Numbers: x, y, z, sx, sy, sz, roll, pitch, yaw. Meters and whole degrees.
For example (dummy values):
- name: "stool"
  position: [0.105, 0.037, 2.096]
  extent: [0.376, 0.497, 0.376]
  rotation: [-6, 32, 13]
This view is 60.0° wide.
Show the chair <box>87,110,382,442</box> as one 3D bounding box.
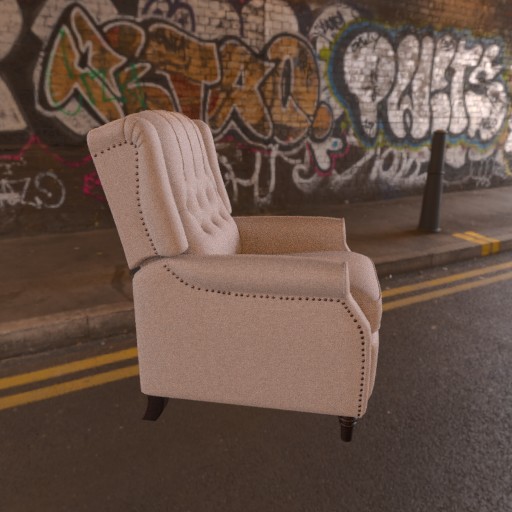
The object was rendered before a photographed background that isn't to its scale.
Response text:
- name: "chair"
  position: [0.000, 0.000, 1.646]
  extent: [0.902, 1.035, 0.742]
  rotation: [3, 17, 10]
